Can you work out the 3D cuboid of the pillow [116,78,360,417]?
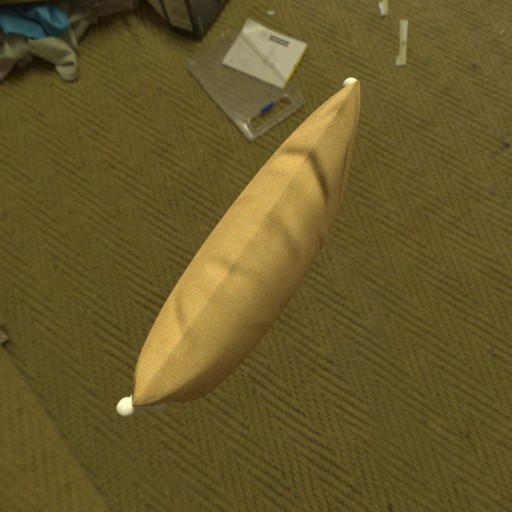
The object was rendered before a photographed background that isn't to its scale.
[{"bbox_3d":[0.000,0.000,0.854,0.201,0.322,0.709,32,77,9],"label":"pillow"}]
